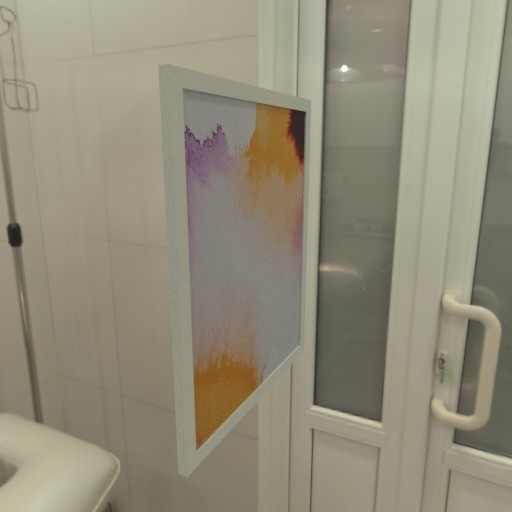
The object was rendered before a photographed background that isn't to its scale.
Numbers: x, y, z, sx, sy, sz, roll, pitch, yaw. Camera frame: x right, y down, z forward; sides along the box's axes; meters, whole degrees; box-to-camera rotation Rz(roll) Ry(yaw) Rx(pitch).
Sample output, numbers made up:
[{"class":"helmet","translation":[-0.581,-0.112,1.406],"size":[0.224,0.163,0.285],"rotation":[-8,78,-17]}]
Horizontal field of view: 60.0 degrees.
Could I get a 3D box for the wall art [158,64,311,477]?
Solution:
[{"class":"wall art","translation":[0.000,0.000,0.638],"size":[0.013,0.456,0.382],"rotation":[7,15,26]}]
